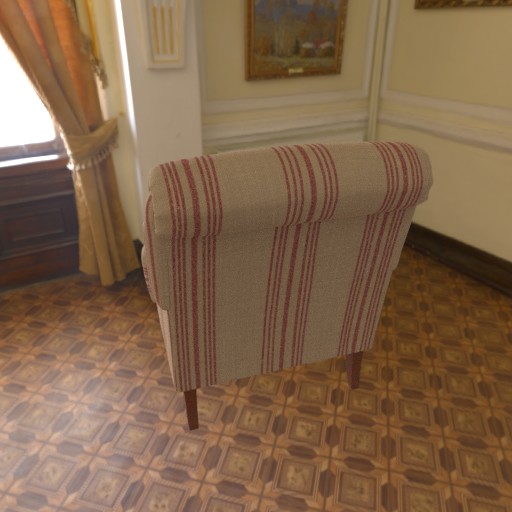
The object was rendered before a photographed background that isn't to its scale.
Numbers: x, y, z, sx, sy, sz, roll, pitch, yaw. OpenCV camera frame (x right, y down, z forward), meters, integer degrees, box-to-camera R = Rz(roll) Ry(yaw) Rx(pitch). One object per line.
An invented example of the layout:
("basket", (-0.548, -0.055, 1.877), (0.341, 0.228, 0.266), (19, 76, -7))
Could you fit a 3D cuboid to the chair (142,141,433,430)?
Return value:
("chair", (0.000, 0.000, 1.894), (0.933, 1.123, 1.058), (-9, 29, -16))
